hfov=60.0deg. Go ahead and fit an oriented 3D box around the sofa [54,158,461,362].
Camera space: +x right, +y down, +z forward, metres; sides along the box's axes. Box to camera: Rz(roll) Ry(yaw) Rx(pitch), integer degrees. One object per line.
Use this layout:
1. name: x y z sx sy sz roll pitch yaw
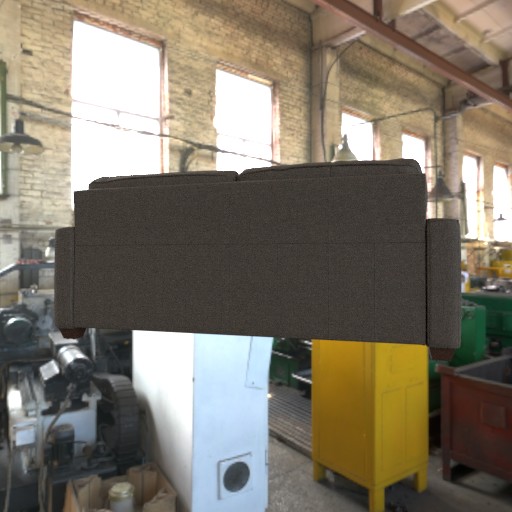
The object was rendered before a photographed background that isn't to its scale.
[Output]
1. sofa: 0.000 0.000 2.570 2.080 0.919 0.940 0 0 16
